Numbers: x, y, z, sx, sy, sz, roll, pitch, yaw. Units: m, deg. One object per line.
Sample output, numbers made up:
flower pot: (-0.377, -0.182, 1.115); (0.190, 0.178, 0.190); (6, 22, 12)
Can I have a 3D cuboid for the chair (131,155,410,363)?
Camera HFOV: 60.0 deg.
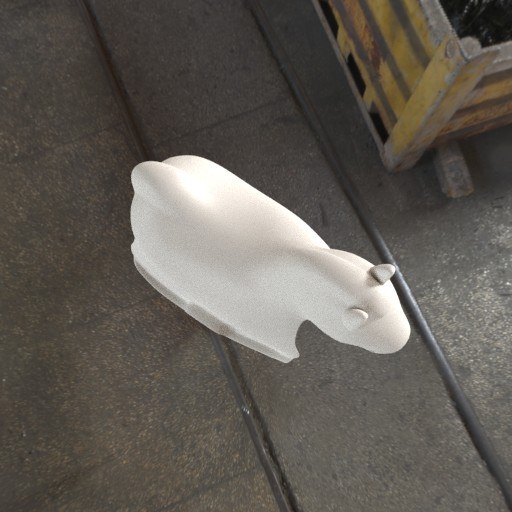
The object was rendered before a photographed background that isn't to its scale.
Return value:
chair: (0.000, 0.000, 1.139); (0.800, 0.612, 0.429); (33, 78, 8)
